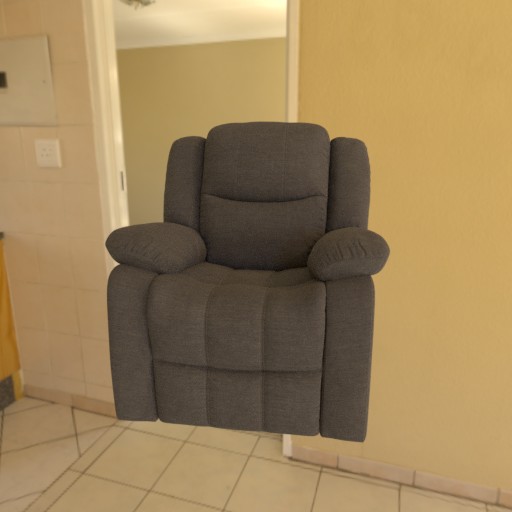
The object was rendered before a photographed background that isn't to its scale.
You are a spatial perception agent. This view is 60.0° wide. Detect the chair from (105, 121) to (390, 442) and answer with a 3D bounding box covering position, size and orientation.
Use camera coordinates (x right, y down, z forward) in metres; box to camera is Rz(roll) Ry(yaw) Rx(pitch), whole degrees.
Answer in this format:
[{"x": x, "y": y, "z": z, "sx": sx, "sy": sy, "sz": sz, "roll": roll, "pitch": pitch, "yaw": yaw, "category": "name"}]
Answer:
[{"x": 0.000, "y": 0.000, "z": 1.689, "sx": 0.899, "sy": 1.008, "sz": 0.944, "roll": 2, "pitch": 15, "yaw": 8, "category": "chair"}]
